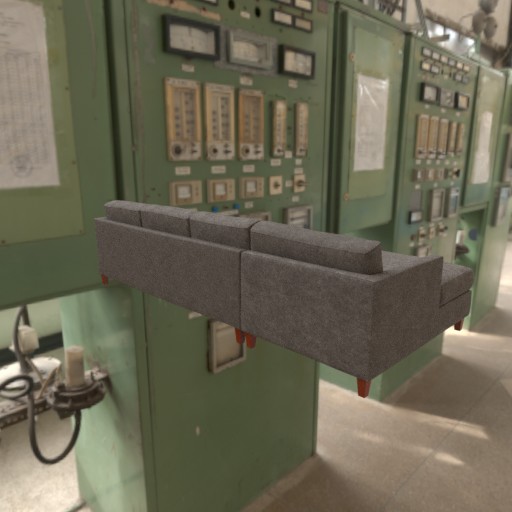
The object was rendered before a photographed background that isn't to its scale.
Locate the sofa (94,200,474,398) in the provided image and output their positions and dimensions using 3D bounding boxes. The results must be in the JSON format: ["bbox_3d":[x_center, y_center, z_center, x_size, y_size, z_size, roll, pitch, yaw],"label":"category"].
[{"bbox_3d":[0.000,0.000,4.242,1.606,0.954,3.471,-13,18,-43],"label":"sofa"}]
